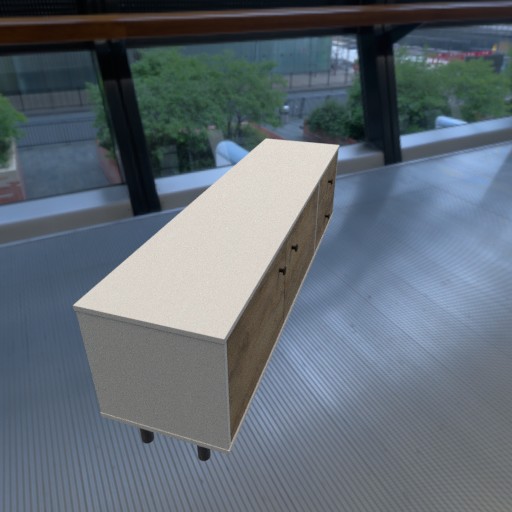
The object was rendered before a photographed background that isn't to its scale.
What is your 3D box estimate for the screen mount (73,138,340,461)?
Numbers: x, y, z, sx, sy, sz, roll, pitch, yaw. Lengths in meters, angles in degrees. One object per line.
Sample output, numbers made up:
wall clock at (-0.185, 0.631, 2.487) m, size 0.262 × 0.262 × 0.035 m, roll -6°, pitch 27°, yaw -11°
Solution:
screen mount at (0.000, 0.000, 1.820) m, size 0.418 × 0.520 × 1.600 m, roll 9°, pitch 31°, yaw 16°
